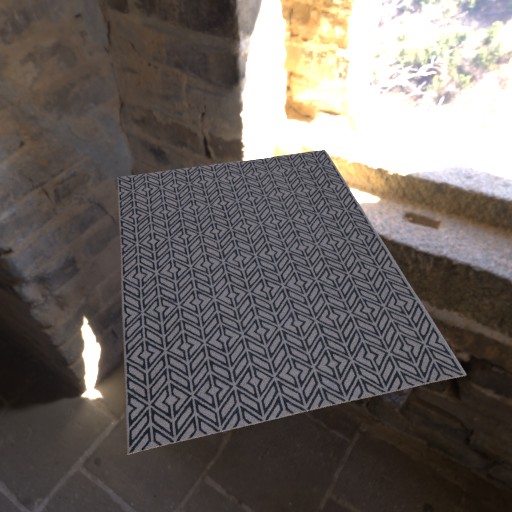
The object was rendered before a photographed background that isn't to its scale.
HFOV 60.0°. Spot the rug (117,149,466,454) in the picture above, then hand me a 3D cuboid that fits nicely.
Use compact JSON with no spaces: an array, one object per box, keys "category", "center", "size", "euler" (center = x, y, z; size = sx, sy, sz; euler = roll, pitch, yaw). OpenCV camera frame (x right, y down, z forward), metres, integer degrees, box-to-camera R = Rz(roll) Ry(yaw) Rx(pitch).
[{"category":"rug","center":[0.000,0.000,4.052],"size":[2.421,0.008,3.045],"euler":[-10,47,-9]}]
